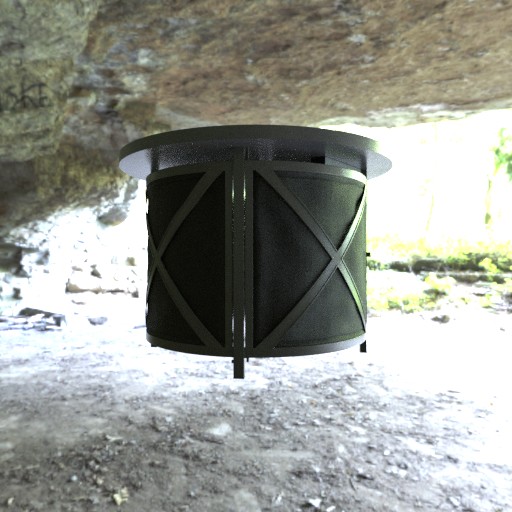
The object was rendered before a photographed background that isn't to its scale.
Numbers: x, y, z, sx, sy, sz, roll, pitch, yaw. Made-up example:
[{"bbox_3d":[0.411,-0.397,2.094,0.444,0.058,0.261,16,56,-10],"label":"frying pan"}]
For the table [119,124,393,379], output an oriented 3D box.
[{"bbox_3d":[0.000,0.000,1.549,0.914,0.650,0.914,0,0,0],"label":"table"}]
